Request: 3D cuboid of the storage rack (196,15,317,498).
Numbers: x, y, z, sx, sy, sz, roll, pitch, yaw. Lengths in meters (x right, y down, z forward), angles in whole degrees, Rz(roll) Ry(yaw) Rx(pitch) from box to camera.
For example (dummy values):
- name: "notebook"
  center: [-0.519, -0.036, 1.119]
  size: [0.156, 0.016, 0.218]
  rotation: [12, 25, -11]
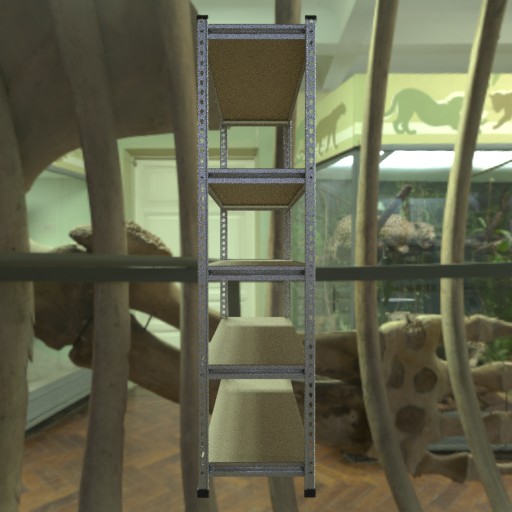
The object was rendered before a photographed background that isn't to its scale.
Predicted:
- name: "storage rack"
  center: [0.000, 0.000, 2.287]
  size: [0.457, 1.829, 1.219]
  rotation: [0, 1, 0]
